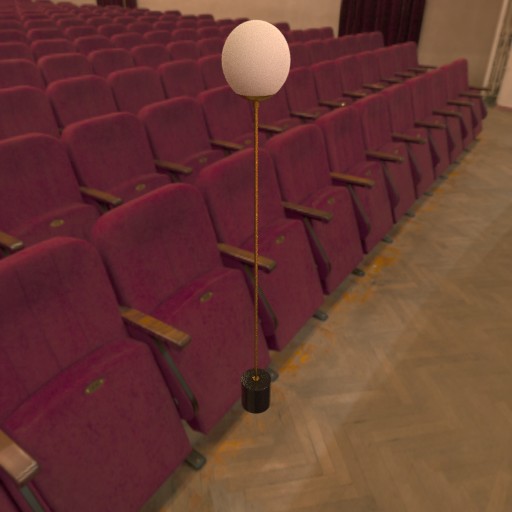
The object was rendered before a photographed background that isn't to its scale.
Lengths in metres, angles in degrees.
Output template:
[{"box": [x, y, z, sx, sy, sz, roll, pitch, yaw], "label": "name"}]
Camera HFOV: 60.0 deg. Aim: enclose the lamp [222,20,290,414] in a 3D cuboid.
[{"box": [0.000, 0.000, 1.859, 0.229, 1.748, 0.229, 19, 35, 29], "label": "lamp"}]
